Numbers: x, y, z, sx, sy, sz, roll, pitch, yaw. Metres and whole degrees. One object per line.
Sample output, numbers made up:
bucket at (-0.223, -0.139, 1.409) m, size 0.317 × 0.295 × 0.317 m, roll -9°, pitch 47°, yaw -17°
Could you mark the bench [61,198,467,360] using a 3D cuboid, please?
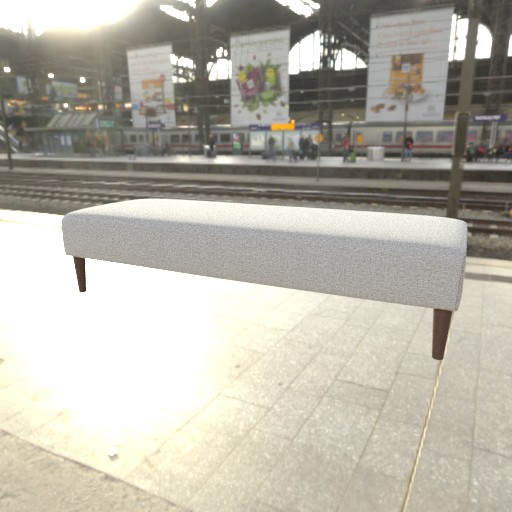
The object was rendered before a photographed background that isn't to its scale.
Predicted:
bench at (0.000, 0.000, 1.880) m, size 1.598 × 0.383 × 0.631 m, roll 7°, pitch 16°, yaw 24°
